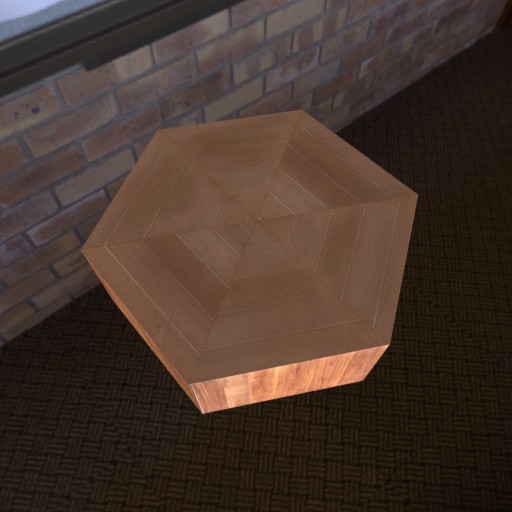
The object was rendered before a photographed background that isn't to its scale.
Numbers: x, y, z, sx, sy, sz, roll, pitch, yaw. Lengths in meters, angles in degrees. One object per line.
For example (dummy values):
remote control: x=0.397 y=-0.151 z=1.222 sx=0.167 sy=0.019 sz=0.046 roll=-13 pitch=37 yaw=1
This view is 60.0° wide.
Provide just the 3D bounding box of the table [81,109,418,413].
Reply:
table: x=0.000 y=0.000 z=1.685 sx=1.000 sy=0.456 sz=1.154 roll=16 pitch=60 yaw=9
